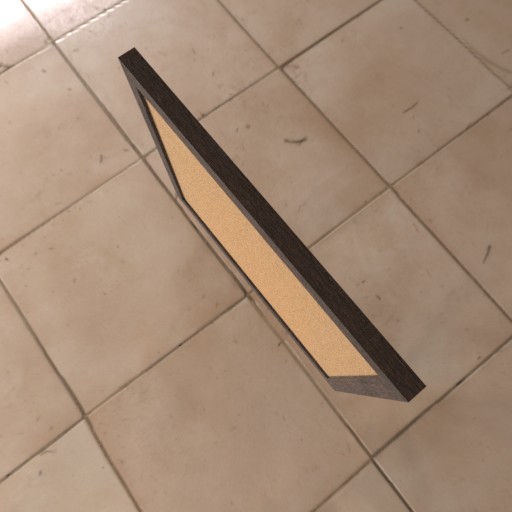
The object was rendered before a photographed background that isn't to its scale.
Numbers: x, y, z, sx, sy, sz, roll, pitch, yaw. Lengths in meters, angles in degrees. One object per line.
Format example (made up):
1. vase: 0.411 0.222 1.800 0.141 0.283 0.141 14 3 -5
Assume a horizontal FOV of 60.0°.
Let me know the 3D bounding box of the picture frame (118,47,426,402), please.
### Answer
1. picture frame: 0.000 0.000 0.742 0.026 0.455 0.546 -37 78 -10
